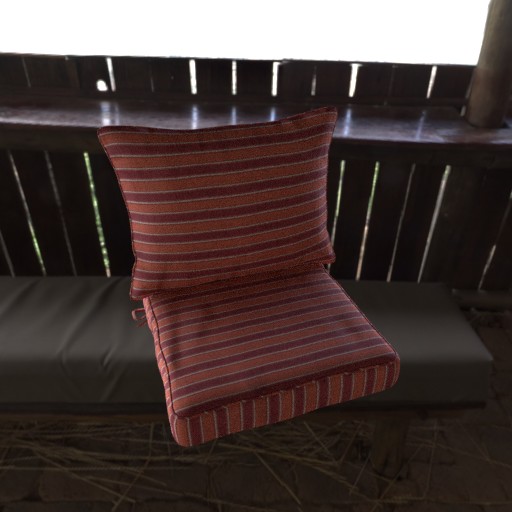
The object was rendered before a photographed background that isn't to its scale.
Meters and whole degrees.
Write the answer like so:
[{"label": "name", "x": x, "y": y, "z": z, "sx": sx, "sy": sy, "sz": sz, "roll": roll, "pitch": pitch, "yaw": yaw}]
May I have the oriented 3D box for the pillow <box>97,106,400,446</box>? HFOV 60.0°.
[{"label": "pillow", "x": 0.000, "y": 0.000, "z": 1.375, "sx": 0.799, "sy": 0.723, "sz": 0.733, "roll": -10, "pitch": 34, "yaw": -16}]
